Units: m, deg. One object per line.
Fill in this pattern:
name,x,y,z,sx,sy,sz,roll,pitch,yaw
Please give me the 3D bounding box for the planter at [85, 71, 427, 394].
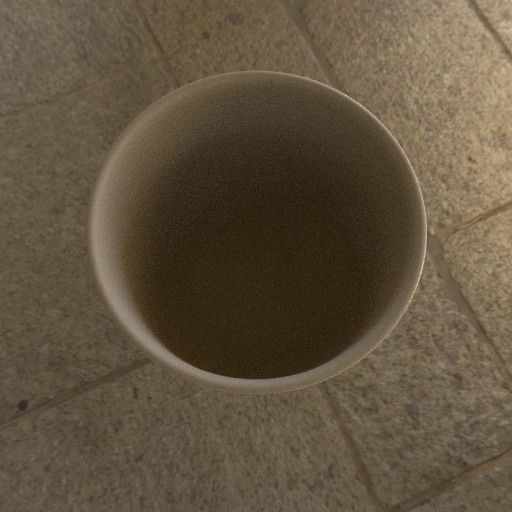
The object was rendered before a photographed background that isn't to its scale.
planter,0.000,0.000,0.293,0.169,0.153,0.169,0,75,0
